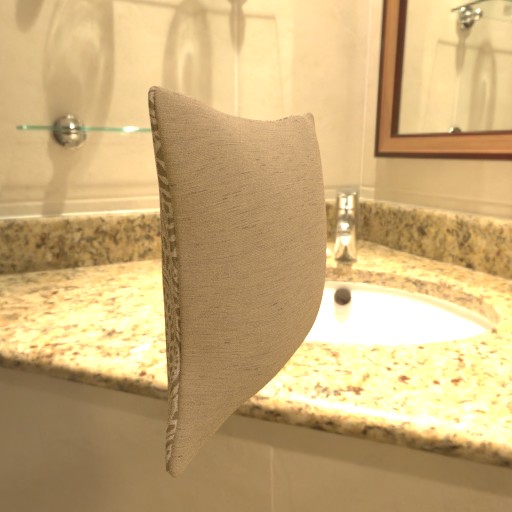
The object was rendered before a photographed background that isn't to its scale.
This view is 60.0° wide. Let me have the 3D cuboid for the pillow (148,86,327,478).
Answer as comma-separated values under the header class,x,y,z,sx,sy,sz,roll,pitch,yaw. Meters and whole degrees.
class,x,y,z,sx,sy,sz,roll,pitch,yaw
pillow,0.000,0.000,0.637,0.167,0.421,0.438,7,15,26
